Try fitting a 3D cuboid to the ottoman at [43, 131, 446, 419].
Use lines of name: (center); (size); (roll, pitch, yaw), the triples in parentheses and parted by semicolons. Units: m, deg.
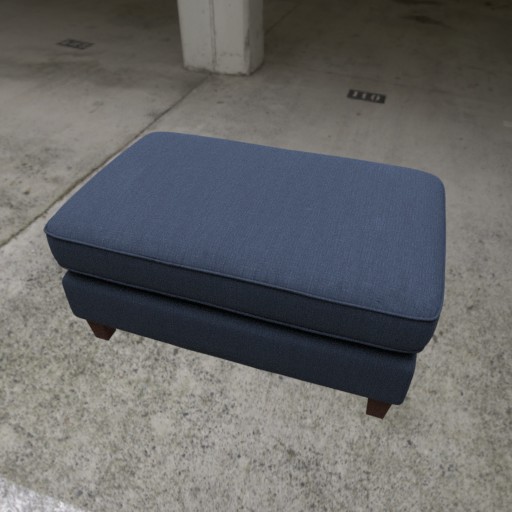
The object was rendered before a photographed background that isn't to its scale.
ottoman: (0.000, 0.000, 1.193); (0.885, 0.438, 0.570); (12, 42, 14)
